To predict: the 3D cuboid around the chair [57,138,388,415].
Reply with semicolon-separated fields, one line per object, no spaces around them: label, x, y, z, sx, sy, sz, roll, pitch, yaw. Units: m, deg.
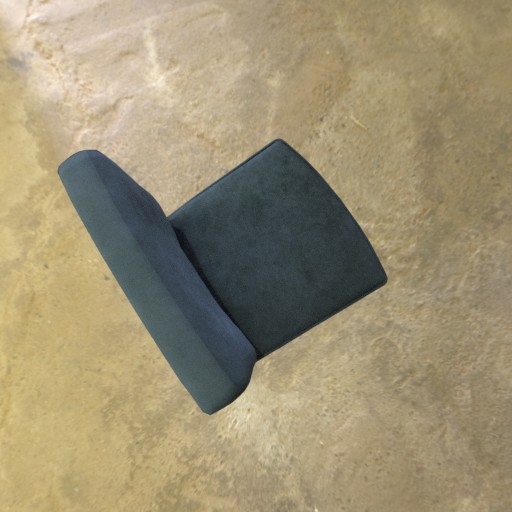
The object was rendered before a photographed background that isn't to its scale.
chair;0.000;0.000;1.163;0.551;0.806;0.521;-33;78;-8
